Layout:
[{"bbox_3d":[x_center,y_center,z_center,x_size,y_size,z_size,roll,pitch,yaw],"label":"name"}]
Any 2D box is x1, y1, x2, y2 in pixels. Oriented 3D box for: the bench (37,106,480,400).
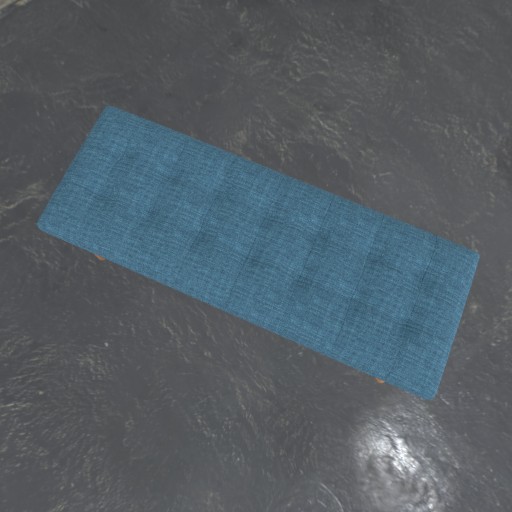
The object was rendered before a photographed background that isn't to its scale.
[{"bbox_3d":[0.000,0.000,1.339,1.118,0.432,0.406,23,76,6],"label":"bench"}]
